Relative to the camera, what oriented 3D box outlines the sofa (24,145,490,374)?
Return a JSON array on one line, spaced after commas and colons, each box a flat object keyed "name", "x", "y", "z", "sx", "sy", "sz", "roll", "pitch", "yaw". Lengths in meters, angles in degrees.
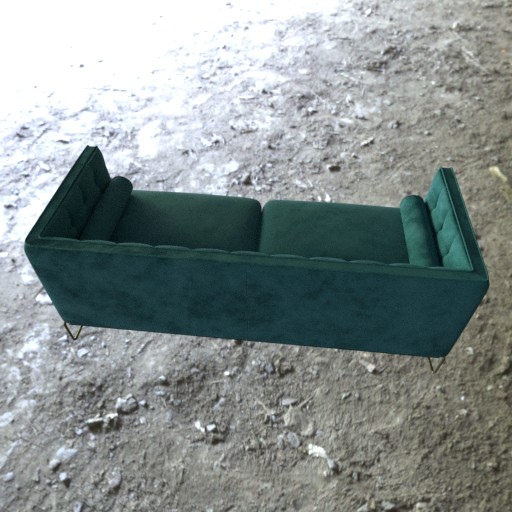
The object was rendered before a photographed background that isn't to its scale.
[{"name": "sofa", "x": 0.000, "y": 0.000, "z": 2.472, "sx": 2.087, "sy": 0.789, "sz": 0.867, "roll": 4, "pitch": 47, "yaw": 4}]
